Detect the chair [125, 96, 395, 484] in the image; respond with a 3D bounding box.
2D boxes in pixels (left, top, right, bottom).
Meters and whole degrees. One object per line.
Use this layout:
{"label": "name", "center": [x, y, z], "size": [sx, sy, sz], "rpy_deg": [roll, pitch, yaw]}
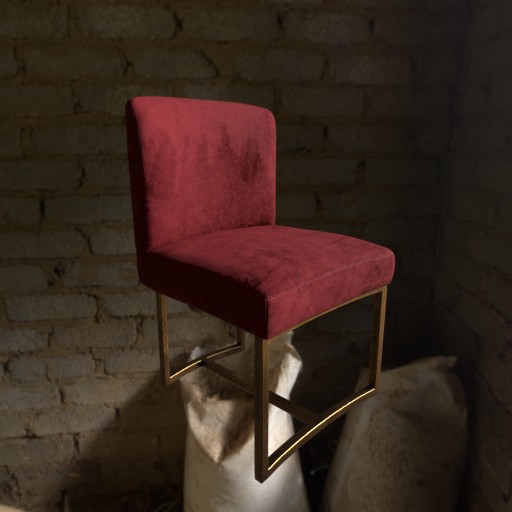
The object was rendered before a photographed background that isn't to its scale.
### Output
{"label": "chair", "center": [0.000, 0.000, 1.190], "size": [0.560, 0.824, 0.530], "rpy_deg": [14, 20, 42]}
